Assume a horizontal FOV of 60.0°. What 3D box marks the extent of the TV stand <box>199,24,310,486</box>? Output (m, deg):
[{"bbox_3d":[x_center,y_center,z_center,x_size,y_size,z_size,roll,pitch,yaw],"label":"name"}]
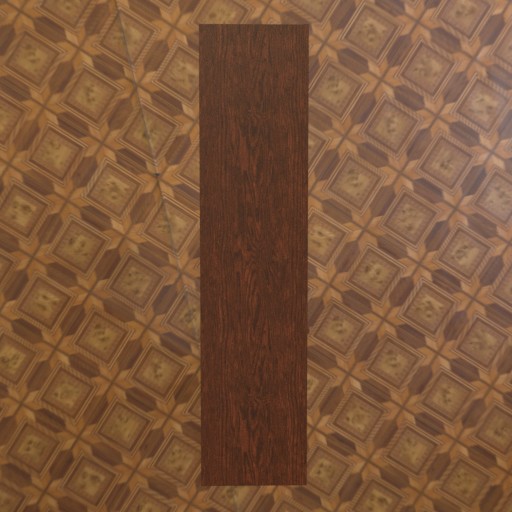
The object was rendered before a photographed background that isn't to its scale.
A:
[{"bbox_3d":[0.000,0.000,1.765,0.382,0.578,1.541,0,92,-1],"label":"TV stand"}]
